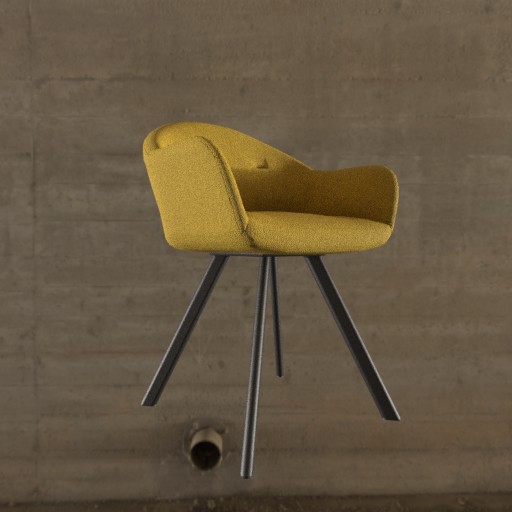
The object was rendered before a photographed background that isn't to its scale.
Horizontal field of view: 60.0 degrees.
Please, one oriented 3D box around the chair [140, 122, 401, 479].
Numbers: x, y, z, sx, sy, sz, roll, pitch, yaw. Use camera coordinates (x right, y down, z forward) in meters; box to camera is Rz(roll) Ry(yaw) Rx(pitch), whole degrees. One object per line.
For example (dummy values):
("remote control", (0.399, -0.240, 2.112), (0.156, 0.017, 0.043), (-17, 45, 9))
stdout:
("chair", (0.000, 0.000, 1.139), (0.545, 0.775, 0.565), (-1, 2, -36))
